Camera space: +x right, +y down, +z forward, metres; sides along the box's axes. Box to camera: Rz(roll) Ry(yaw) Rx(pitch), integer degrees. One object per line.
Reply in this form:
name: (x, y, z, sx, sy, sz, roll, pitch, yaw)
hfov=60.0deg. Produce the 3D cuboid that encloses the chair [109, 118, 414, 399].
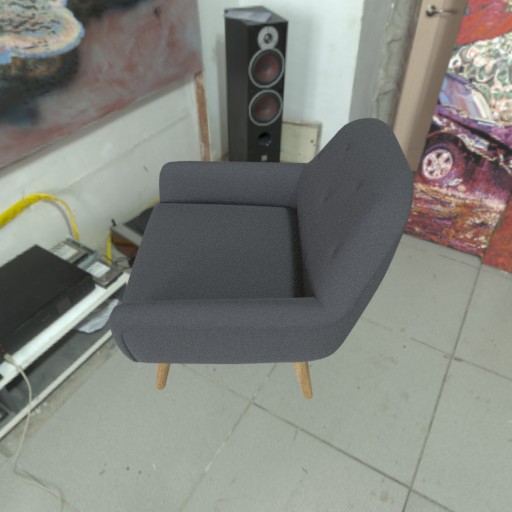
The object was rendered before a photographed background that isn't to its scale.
chair: (0.000, 0.000, 1.437, 0.779, 0.800, 0.770, 1, 42, 1)
